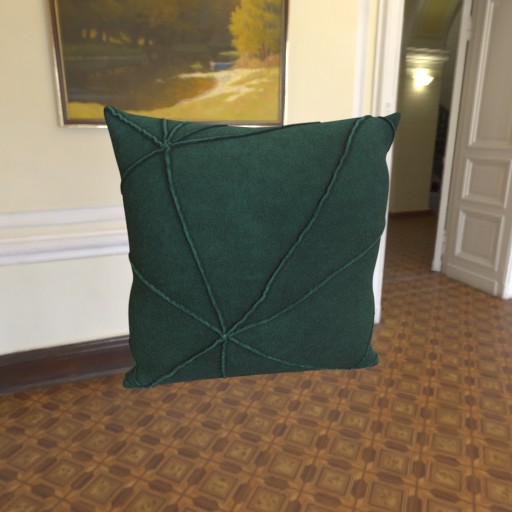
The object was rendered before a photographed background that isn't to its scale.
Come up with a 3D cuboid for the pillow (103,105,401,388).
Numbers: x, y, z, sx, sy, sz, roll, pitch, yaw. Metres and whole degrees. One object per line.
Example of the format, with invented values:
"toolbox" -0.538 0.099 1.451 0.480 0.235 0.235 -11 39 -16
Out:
"pillow" 0.000 0.000 0.687 0.439 0.440 0.184 -2 17 -8
